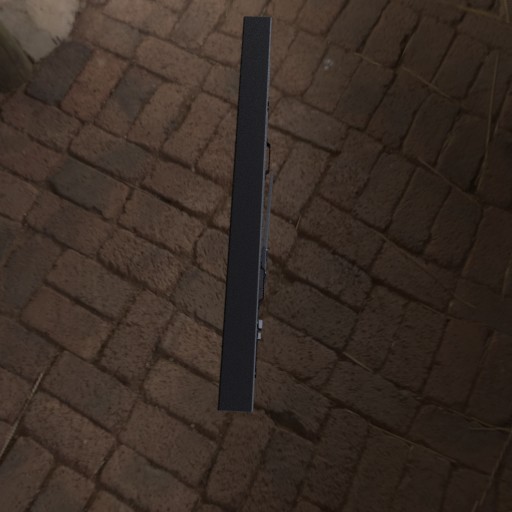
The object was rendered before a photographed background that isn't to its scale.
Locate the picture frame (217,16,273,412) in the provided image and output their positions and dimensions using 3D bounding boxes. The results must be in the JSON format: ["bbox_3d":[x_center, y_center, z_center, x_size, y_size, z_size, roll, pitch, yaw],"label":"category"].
[{"bbox_3d":[0.000,0.000,0.510,0.036,0.383,0.307,3,76,1],"label":"picture frame"}]
